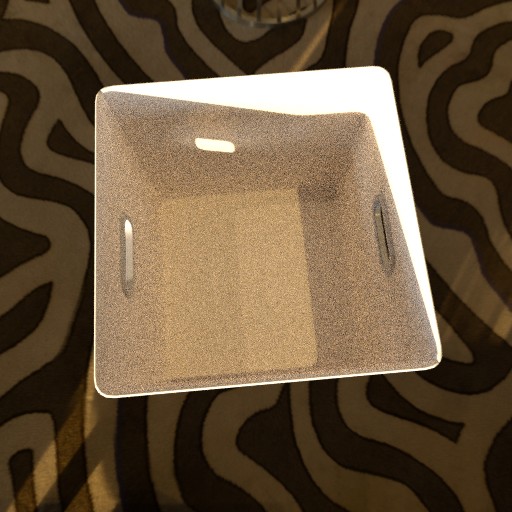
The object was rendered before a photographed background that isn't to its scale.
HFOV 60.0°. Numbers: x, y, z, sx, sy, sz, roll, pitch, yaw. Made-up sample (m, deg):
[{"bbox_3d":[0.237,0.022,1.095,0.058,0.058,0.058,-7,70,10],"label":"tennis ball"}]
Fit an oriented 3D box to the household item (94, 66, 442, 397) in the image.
[{"bbox_3d":[0.000,0.000,0.560,0.305,0.305,0.305,-5,76,-1],"label":"household item"}]
